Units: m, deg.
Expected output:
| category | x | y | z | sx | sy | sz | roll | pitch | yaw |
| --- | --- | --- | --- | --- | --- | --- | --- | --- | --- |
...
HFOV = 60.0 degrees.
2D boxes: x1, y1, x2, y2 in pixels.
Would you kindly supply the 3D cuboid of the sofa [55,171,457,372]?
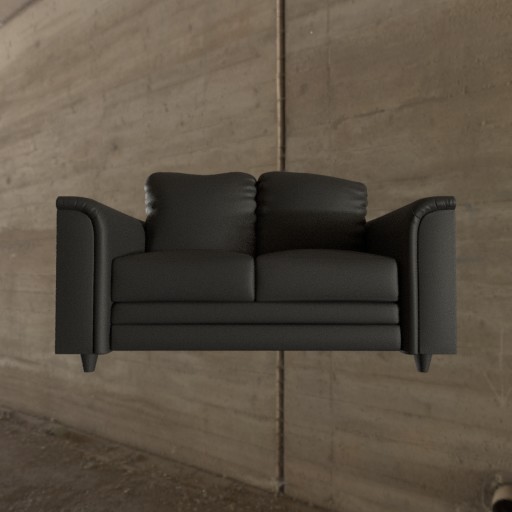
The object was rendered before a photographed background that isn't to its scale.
| category | x | y | z | sx | sy | sz | roll | pitch | yaw |
| --- | --- | --- | --- | --- | --- | --- | --- | --- | --- |
| sofa | 0.000 | 0.000 | 1.957 | 1.386 | 0.845 | 0.887 | 0 | -2 | 0 |
